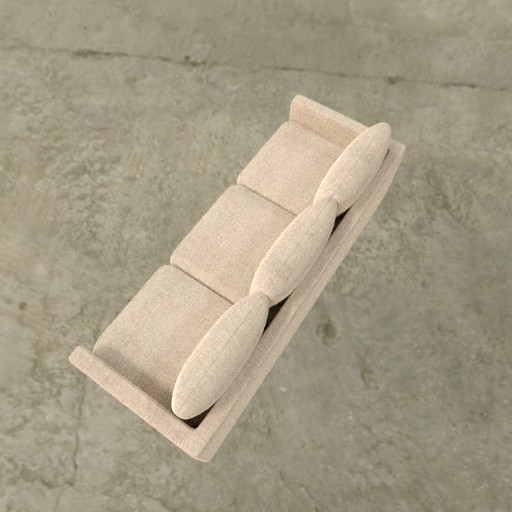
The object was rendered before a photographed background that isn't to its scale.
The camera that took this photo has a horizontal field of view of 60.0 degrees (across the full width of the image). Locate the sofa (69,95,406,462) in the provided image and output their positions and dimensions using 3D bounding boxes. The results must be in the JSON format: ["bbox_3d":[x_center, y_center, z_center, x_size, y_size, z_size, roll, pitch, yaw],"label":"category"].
[{"bbox_3d":[0.000,0.000,2.733,0.859,0.874,2.218,31,68,15],"label":"sofa"}]
